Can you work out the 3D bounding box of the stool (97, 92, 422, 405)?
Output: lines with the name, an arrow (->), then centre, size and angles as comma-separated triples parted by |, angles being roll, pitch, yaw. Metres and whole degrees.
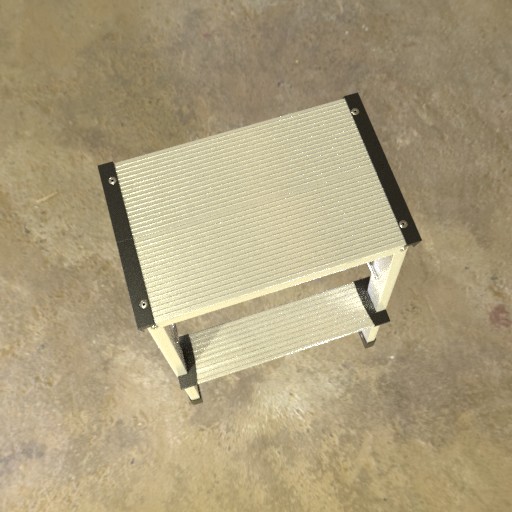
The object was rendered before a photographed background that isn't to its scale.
stool -> 0.000, 0.000, 0.745 | 0.404, 0.480, 0.405 | -17, 76, -5
